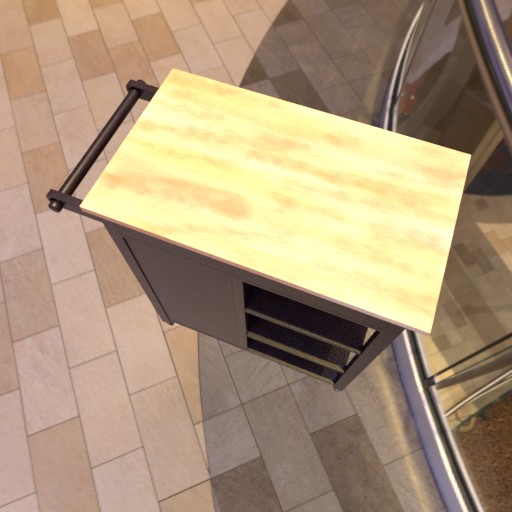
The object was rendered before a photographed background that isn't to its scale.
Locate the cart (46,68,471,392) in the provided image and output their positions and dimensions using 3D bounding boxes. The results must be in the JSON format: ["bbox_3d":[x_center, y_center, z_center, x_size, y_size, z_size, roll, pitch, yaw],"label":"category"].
[{"bbox_3d":[0.000,0.000,1.425,0.914,0.878,0.472,20,65,9],"label":"cart"}]
